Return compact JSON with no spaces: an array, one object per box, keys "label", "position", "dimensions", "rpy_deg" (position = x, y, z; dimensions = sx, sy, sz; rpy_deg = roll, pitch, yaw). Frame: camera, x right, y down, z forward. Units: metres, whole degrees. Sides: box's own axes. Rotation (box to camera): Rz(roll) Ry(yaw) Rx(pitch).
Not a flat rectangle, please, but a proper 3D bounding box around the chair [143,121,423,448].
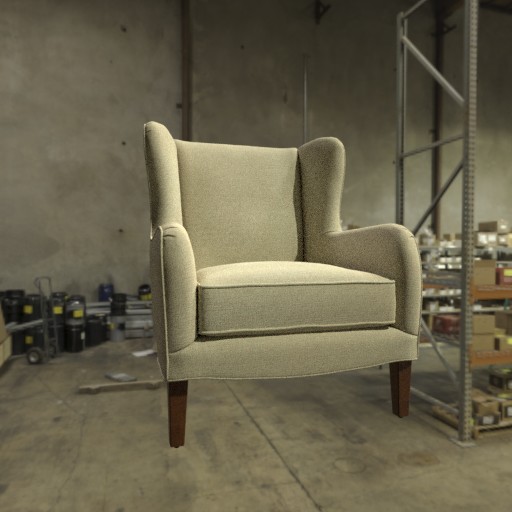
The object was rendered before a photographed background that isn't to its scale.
[{"label":"chair","position":[0.000,0.000,1.719],"dimensions":[0.838,1.040,0.966],"rpy_deg":[0,1,-17]}]
